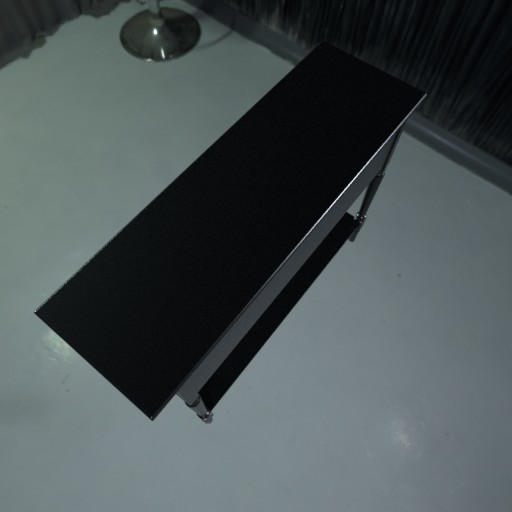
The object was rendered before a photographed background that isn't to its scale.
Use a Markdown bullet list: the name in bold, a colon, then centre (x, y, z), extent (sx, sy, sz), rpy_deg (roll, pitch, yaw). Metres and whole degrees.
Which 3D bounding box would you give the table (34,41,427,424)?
- **table**: centre (0.000, 0.000, 1.549), extent (0.386, 0.819, 1.191), rpy_deg (35, 69, 16)
